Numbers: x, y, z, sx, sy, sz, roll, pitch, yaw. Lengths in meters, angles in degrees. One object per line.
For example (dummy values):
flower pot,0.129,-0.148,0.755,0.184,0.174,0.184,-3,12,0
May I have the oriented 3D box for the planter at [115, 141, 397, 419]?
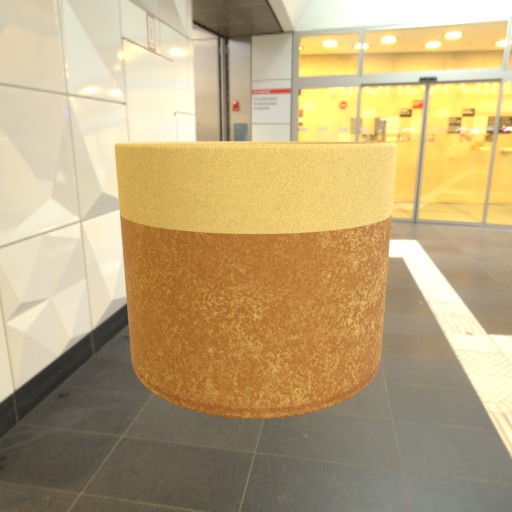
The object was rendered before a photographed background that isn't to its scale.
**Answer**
planter,0.000,0.000,0.277,0.159,0.138,0.159,0,15,0
